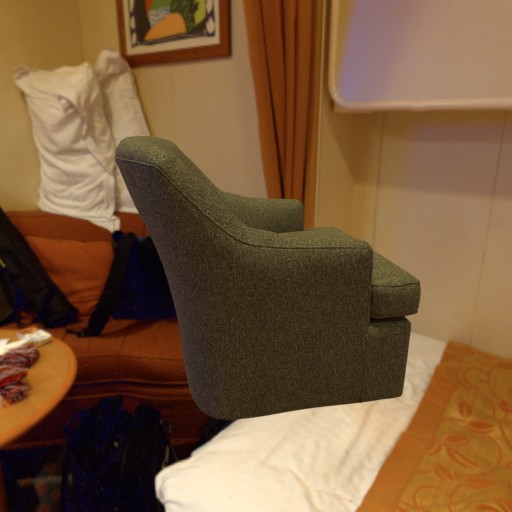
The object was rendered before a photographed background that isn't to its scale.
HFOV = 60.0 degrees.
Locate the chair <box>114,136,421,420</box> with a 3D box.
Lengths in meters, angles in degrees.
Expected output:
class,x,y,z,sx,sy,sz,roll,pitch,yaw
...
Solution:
class,x,y,z,sx,sy,sz,roll,pitch,yaw
chair,0.000,0.000,1.635,0.923,0.856,0.864,-3,17,-10
